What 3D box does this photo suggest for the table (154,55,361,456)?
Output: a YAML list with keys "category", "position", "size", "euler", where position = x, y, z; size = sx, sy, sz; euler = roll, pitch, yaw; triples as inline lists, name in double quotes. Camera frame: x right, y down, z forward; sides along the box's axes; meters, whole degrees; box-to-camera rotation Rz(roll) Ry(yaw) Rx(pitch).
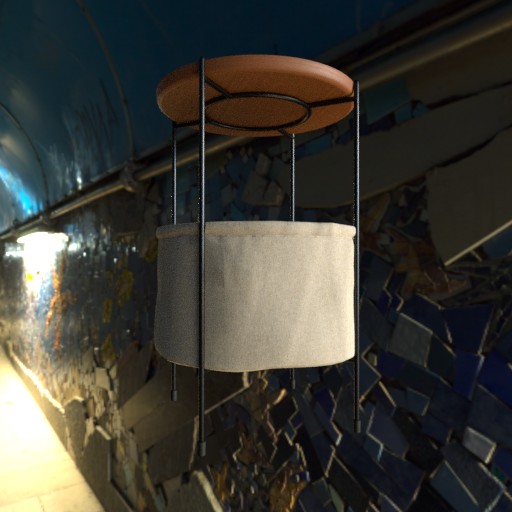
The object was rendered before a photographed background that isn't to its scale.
- category: "table"
  position: [0.000, 0.000, 0.872]
  size: [0.393, 0.623, 0.393]
  euler: [0, 0, -19]
